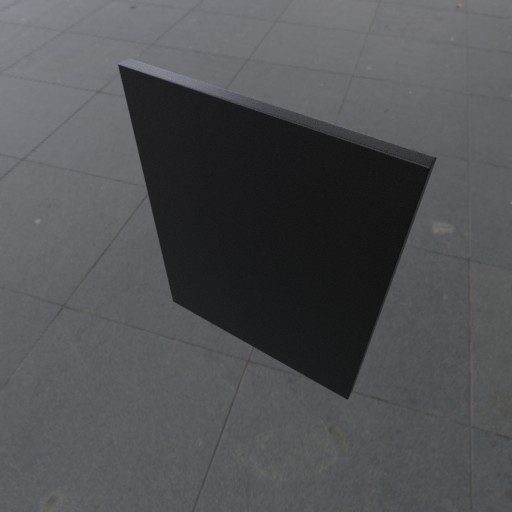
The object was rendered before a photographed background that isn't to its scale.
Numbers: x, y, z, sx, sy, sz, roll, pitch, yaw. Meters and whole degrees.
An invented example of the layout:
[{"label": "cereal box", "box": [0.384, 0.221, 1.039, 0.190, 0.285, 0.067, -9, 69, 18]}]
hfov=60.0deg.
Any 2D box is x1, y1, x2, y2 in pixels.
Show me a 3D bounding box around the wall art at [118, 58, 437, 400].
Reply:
[{"label": "wall art", "box": [0.000, 0.000, 1.609, 0.950, 1.194, 0.053, 25, 53, 21]}]
